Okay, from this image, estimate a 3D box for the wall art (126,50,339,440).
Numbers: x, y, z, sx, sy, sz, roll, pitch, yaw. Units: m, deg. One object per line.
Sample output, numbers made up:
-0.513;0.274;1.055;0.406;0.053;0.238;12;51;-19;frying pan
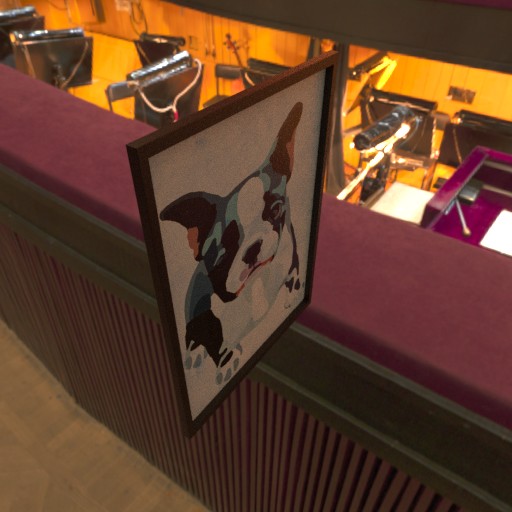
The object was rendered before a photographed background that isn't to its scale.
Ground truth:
0.000;0.000;1.371;0.030;1.027;0.774;25;45;27;wall art
